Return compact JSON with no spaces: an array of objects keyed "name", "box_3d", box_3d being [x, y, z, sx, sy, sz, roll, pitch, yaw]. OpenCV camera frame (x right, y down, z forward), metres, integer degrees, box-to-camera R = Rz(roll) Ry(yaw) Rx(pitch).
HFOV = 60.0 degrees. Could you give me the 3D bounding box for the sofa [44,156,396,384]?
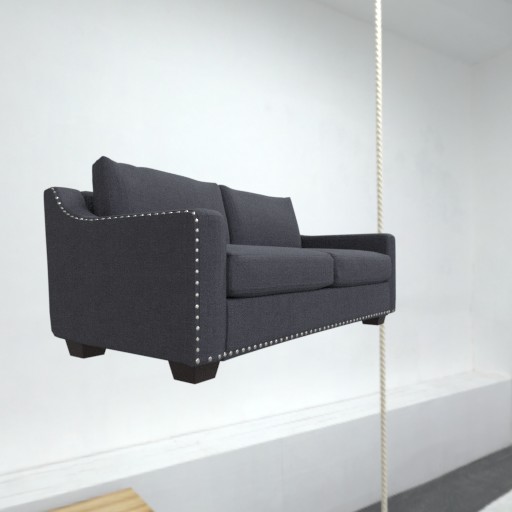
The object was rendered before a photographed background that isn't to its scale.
[{"name":"sofa","box_3d":[0.000,0.000,3.310,1.336,1.196,2.550,0,-1,36]}]
